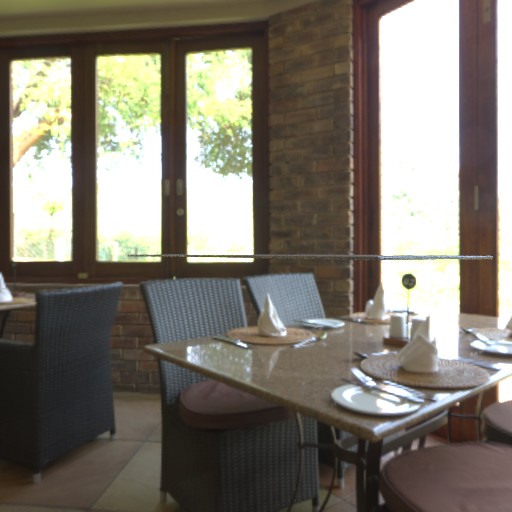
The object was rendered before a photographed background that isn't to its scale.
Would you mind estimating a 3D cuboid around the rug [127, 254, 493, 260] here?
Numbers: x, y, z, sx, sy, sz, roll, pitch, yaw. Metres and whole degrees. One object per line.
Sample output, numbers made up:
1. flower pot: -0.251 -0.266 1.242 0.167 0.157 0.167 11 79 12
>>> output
1. rug: 0.000 0.000 1.985 0.553 0.012 1.827 0 0 -35
